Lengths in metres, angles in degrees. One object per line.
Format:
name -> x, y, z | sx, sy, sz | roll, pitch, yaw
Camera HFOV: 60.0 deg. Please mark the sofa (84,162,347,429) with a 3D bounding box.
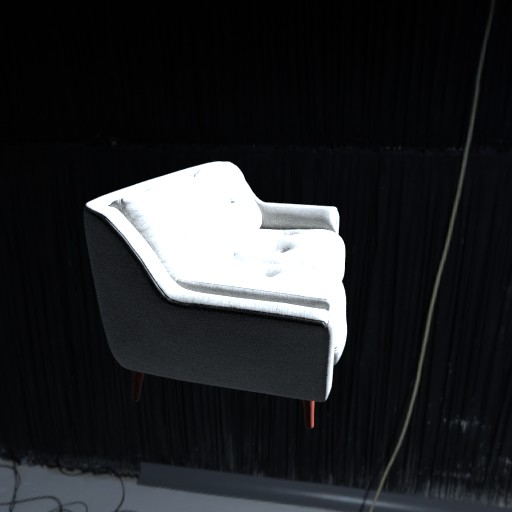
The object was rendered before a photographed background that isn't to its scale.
sofa -> 0.000, 0.000, 2.423 | 0.976, 0.897, 1.930 | 3, 17, 10
